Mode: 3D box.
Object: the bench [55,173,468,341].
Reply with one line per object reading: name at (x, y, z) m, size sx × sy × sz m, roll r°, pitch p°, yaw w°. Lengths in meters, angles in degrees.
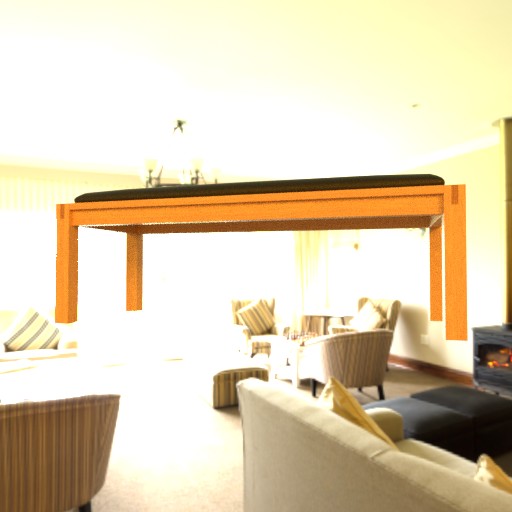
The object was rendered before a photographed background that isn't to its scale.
bench at (0.000, 0.000, 1.460) m, size 1.202 × 0.430 × 0.450 m, roll 0°, pitch -2°, yaw 16°
